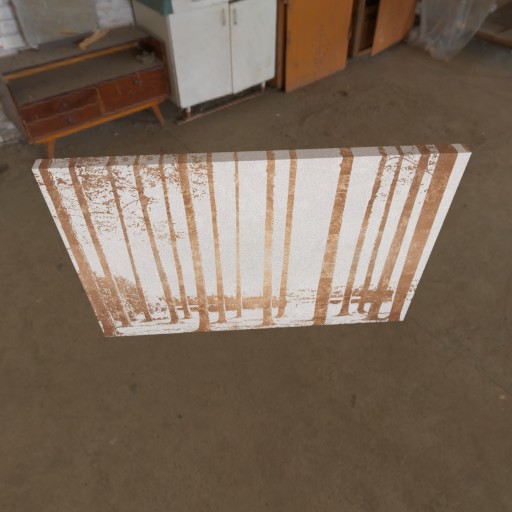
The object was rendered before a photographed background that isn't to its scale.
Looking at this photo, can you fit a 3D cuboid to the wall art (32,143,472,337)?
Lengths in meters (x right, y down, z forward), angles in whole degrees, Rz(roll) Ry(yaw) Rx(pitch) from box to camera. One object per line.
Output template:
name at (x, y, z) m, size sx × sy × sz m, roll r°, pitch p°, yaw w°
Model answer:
wall art at (0.000, 0.000, 1.150) m, size 0.914 × 0.609 × 0.035 m, roll -3°, pitch 46°, yaw -3°
